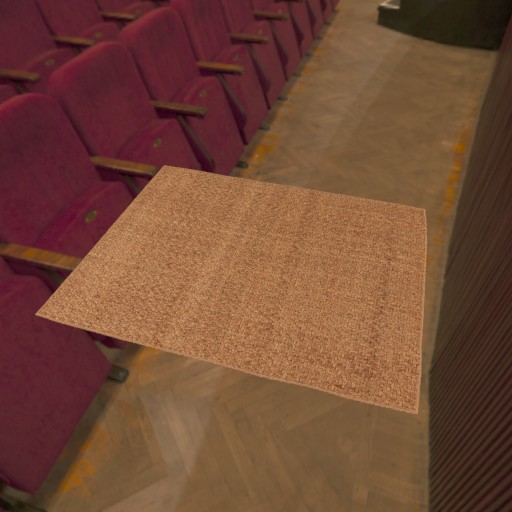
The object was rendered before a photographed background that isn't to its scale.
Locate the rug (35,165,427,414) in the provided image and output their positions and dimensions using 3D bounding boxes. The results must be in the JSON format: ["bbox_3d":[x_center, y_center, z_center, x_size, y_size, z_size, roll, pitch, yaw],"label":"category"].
[{"bbox_3d":[0.000,0.000,4.140,3.048,0.013,2.439,12,44,12],"label":"rug"}]
